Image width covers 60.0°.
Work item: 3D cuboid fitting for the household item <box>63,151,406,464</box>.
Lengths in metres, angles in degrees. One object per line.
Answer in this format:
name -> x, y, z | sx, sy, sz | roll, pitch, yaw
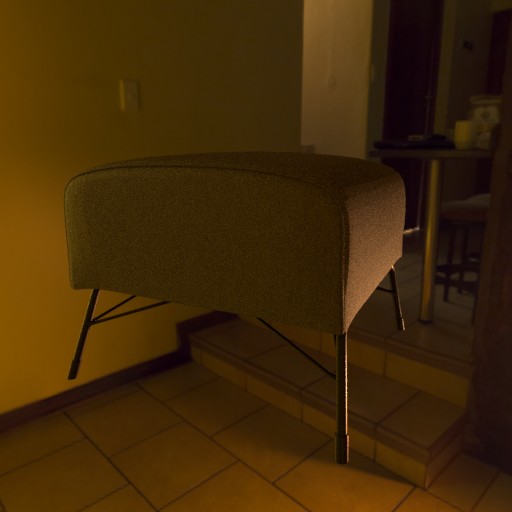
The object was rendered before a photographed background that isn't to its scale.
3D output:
household item -> 0.000, 0.000, 0.891 | 0.530, 0.410, 0.530 | 6, 15, 25
